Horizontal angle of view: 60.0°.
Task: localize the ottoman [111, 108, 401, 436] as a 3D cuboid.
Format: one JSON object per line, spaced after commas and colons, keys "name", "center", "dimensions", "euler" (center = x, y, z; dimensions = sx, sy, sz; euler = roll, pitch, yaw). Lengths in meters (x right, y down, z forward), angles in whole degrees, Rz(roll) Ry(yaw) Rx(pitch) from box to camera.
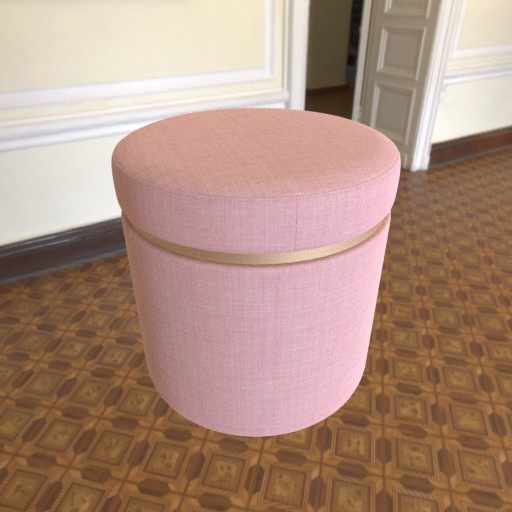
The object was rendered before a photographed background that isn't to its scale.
{"name": "ottoman", "center": [0.000, 0.000, 0.723], "dimensions": [0.400, 0.406, 0.400], "euler": [0, 31, 0]}
